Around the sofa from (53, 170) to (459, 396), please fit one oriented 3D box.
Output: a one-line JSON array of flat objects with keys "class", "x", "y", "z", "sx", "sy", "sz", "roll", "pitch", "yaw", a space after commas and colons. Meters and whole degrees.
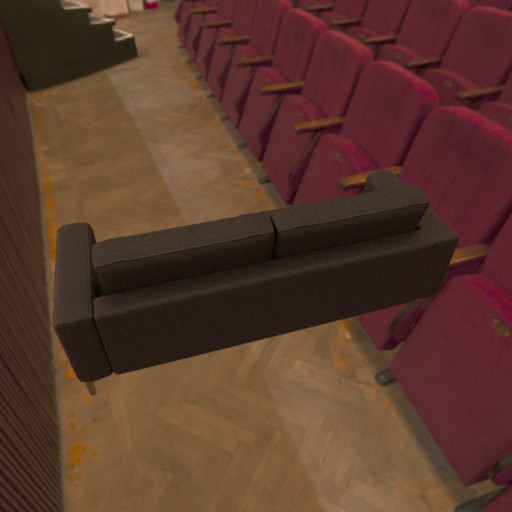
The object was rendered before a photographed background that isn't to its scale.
[{"class": "sofa", "x": 0.000, "y": 0.000, "z": 2.733, "sx": 2.275, "sy": 0.893, "sz": 0.833, "roll": -12, "pitch": 43, "yaw": -13}]
